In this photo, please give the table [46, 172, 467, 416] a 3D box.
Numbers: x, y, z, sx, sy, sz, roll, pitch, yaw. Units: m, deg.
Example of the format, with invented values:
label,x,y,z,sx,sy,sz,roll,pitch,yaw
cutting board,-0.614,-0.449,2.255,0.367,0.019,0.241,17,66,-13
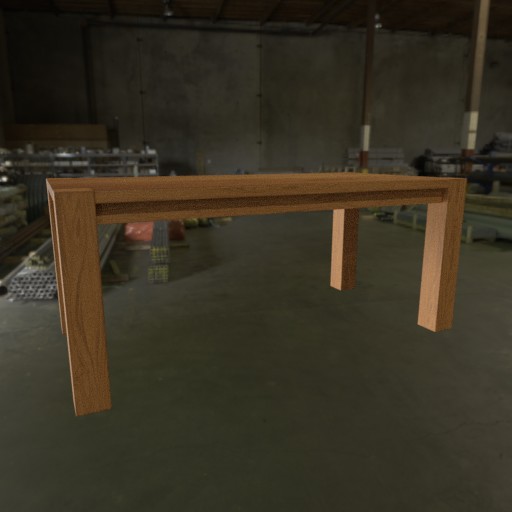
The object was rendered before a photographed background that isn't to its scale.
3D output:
label,x,y,z,sx,sy,sz,roll,pitch,yaw
table,0.000,0.000,2.202,1.800,0.760,0.900,-6,14,-25
